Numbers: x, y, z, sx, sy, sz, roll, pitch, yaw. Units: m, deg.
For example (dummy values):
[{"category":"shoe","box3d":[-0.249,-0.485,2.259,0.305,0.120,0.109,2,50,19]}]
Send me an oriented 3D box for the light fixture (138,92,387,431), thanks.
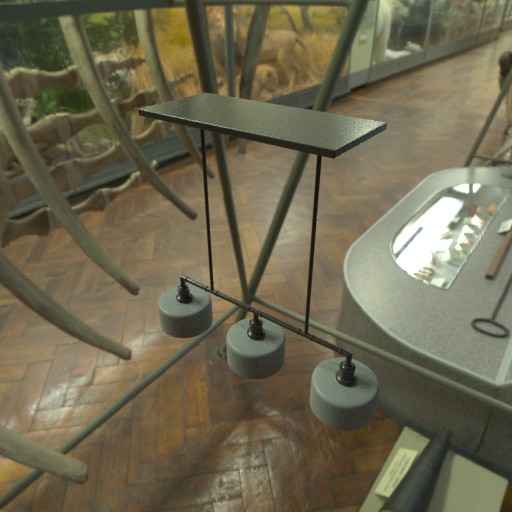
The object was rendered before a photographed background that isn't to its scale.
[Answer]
[{"category":"light fixture","box3d":[0.000,0.000,0.894,0.582,0.557,0.177,21,37,31]}]
